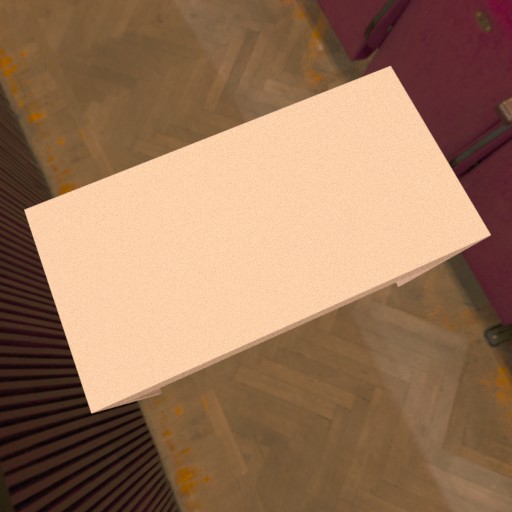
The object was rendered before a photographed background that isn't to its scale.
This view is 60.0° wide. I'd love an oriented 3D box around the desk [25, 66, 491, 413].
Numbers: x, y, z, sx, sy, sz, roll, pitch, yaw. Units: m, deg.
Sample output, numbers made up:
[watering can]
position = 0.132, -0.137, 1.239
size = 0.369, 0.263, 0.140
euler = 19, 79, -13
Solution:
[desk]
position = 0.000, 0.000, 1.523
size = 1.100, 0.730, 0.560
euler = -23, 77, -6
